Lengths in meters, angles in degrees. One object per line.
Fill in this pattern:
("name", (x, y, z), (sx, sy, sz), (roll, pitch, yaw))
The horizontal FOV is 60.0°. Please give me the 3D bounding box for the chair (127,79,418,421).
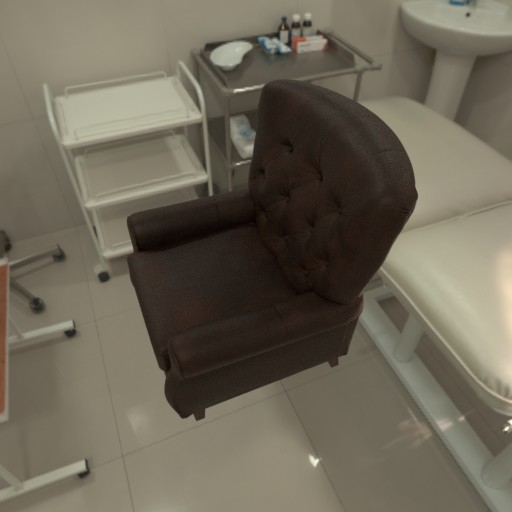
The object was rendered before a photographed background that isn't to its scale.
("chair", (0.000, 0.000, 1.913), (1.058, 1.158, 0.948), (-17, 48, -16))
